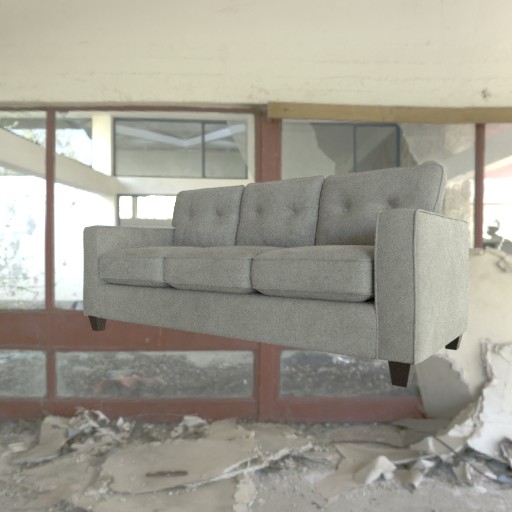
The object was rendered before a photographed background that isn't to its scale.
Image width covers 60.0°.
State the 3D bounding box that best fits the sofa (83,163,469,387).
[{"bbox_3d":[0.000,0.000,2.584,2.133,0.965,0.939,1,1,36],"label":"sofa"}]
